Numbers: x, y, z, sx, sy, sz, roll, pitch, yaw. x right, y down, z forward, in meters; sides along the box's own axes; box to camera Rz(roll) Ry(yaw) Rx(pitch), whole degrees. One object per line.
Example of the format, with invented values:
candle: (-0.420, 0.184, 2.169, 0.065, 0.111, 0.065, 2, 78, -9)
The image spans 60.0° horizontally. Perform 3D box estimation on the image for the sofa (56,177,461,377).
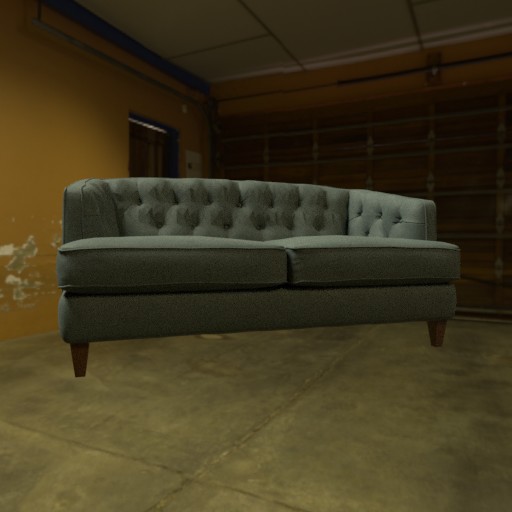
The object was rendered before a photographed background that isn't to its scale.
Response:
sofa: (0.000, 0.000, 2.197, 1.733, 0.855, 0.941, 0, 1, -18)
